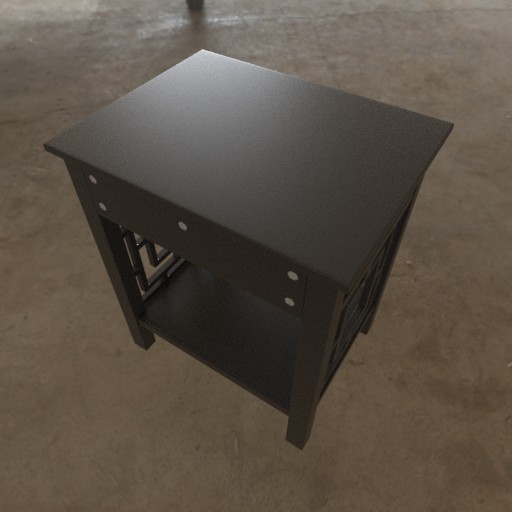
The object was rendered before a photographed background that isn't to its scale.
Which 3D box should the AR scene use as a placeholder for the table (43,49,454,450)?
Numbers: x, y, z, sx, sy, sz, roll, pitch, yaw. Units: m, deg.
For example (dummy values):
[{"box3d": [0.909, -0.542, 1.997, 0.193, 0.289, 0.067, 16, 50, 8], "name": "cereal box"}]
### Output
[{"box3d": [0.000, 0.000, 1.008, 0.564, 0.646, 0.451, 26, 53, 21], "name": "table"}]
